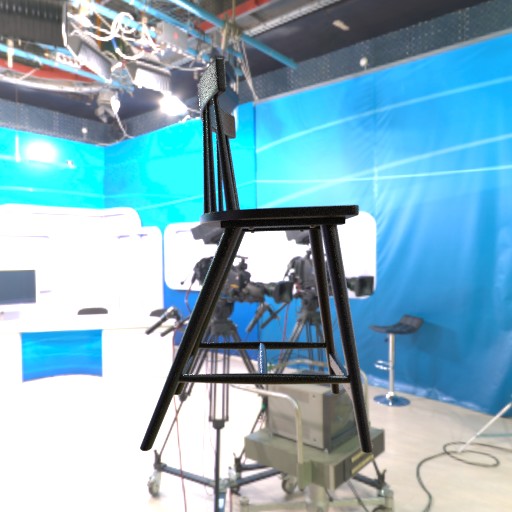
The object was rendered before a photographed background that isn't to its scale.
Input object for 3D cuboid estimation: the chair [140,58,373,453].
[{"bbox_3d":[0.000,0.000,1.295,0.572,0.952,0.483,0,1,0],"label":"chair"}]
